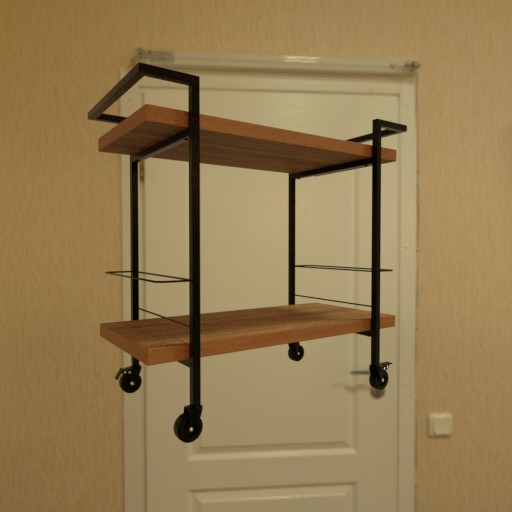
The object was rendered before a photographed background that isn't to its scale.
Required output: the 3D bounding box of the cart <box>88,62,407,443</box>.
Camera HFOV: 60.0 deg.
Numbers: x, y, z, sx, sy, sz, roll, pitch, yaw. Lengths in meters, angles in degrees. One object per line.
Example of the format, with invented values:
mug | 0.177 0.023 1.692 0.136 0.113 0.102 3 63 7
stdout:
cart | 0.000 0.000 1.244 0.806 0.762 0.406 -1 2 -34
